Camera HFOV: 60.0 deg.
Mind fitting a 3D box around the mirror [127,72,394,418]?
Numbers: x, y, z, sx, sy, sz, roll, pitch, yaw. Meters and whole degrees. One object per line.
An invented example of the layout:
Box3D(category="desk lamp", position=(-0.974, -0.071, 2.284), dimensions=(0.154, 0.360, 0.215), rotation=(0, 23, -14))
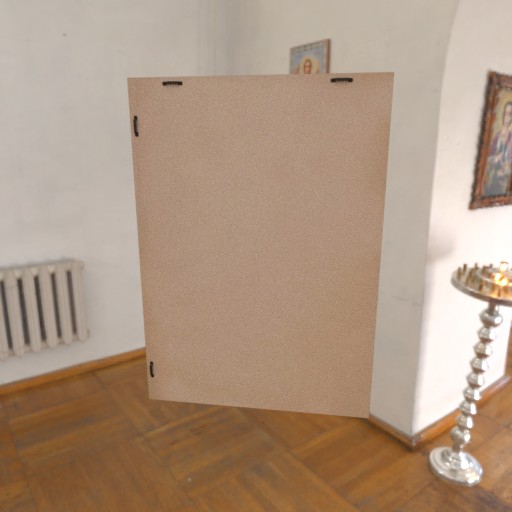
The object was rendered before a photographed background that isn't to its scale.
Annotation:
Box3D(category="mirror", position=(0.000, 0.000, 0.936), dimensions=(0.507, 0.710, 0.040), rotation=(2, 15, 8))
